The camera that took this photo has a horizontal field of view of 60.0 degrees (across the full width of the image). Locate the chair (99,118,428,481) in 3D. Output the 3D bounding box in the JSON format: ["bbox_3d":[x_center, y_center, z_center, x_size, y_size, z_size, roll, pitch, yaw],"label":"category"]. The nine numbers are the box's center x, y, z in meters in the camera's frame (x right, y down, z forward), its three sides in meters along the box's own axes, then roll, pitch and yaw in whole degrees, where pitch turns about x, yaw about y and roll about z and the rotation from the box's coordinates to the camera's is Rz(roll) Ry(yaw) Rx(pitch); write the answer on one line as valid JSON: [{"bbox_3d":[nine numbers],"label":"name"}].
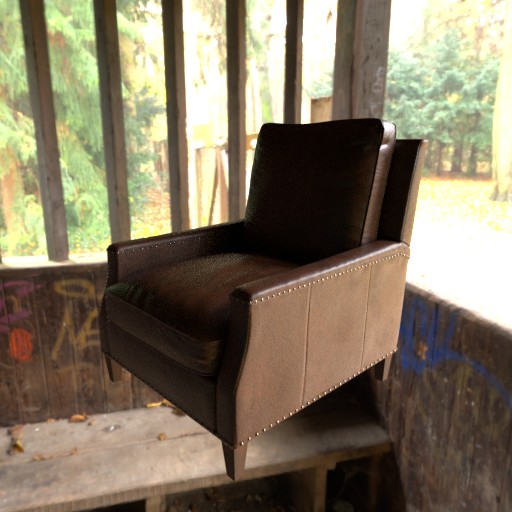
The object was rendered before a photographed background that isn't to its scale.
[{"bbox_3d":[0.000,0.000,1.761,1.035,1.054,0.854,-13,20,-42],"label":"chair"}]
